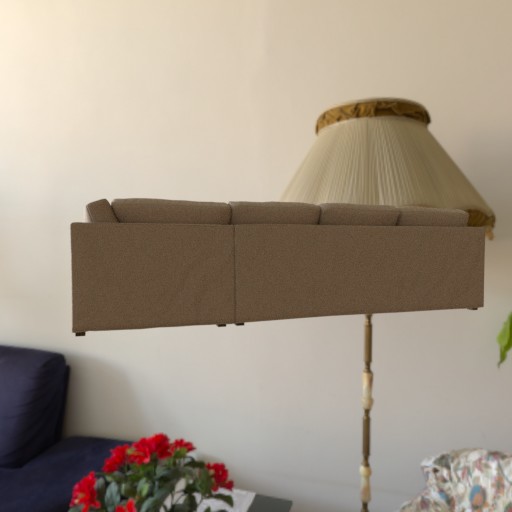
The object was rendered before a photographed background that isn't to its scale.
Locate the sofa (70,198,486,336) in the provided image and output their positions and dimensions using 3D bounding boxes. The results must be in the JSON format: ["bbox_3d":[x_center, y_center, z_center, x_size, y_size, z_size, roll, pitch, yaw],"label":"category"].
[{"bbox_3d":[0.000,0.000,4.271,3.182,0.871,2.432,-1,2,-19],"label":"sofa"}]
